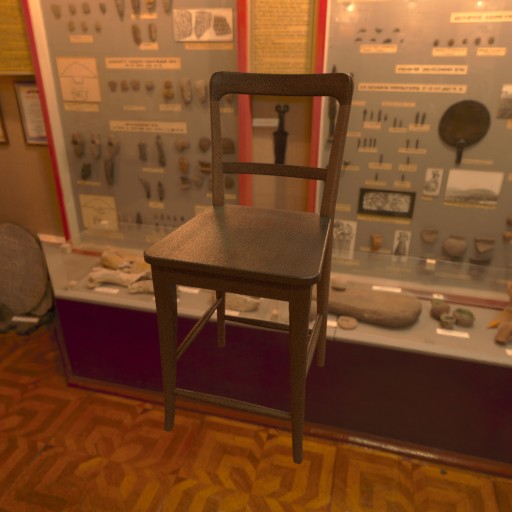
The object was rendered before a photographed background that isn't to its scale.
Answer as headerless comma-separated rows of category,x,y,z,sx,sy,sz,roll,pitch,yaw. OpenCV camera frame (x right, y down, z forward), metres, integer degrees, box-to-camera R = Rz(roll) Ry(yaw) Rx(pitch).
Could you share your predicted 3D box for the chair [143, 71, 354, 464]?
chair,0.000,0.000,1.315,0.450,0.991,0.546,7,26,15
